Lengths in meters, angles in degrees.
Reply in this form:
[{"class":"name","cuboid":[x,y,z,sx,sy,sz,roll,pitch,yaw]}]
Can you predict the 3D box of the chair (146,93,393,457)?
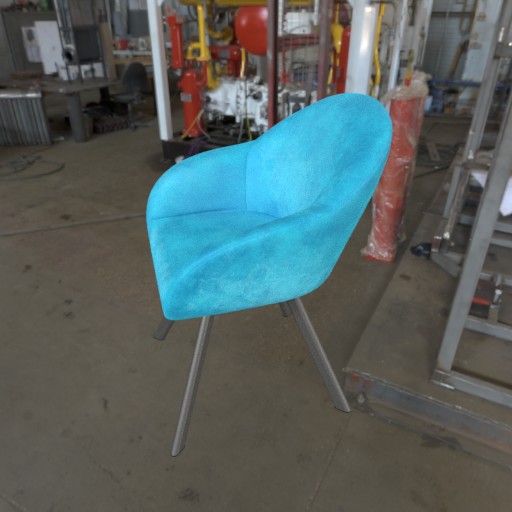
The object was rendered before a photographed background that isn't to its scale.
[{"class":"chair","cuboid":[0.000,0.000,1.184,0.590,0.795,0.550,-8,31,-14]}]
